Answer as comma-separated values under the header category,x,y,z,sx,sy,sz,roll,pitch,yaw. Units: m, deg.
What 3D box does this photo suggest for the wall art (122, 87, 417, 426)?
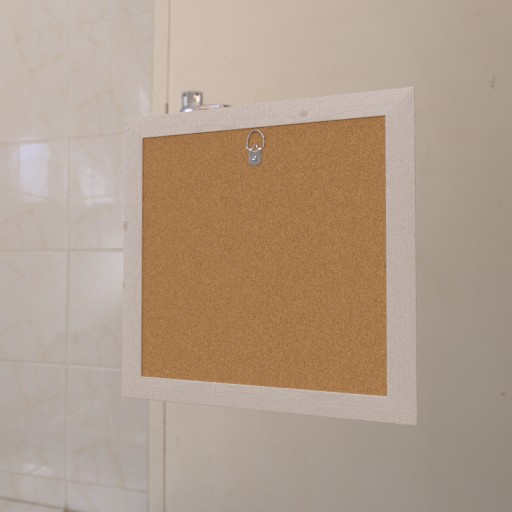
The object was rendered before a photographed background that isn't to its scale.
category,x,y,z,sx,sy,sz,roll,pitch,yaw
wall art,0.000,0.000,0.842,0.572,0.577,0.015,0,-1,17
